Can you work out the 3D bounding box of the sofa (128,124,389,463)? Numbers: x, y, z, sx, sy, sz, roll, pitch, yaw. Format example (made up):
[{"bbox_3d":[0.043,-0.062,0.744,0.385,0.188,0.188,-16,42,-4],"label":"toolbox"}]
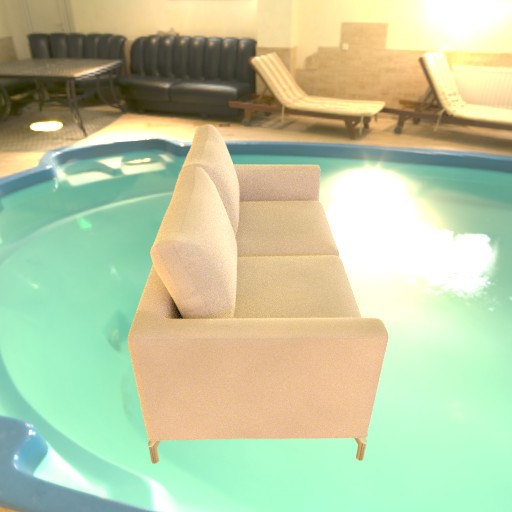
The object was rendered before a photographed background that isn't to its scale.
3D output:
[{"bbox_3d":[0.000,0.000,2.322,0.906,0.995,1.739,0,31,-1],"label":"sofa"}]
